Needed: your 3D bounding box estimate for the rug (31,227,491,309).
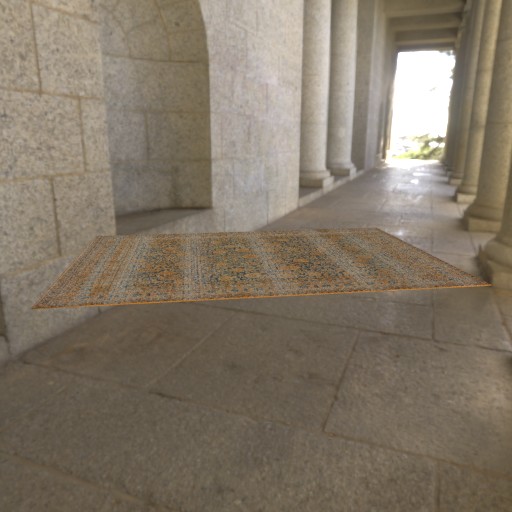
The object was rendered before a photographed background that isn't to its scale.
[{"bbox_3d":[0.000,0.000,2.950,2.336,0.007,1.525,-2,16,-8],"label":"rug"}]
